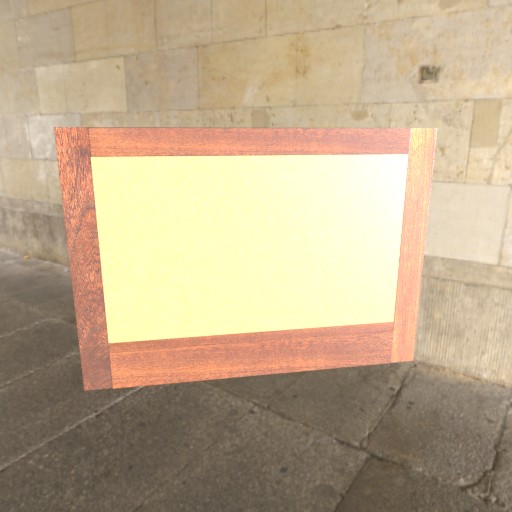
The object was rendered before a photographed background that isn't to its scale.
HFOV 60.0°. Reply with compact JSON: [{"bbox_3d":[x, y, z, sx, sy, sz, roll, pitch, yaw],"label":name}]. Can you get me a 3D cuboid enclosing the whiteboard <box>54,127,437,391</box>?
[{"bbox_3d":[0.000,0.000,1.007,0.783,0.559,0.083,-3,16,-10],"label":"whiteboard"}]
